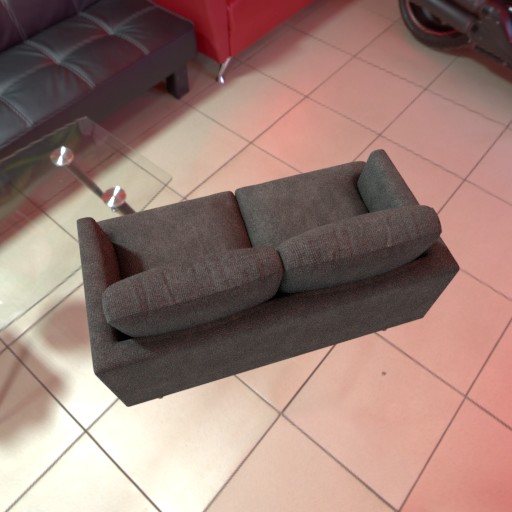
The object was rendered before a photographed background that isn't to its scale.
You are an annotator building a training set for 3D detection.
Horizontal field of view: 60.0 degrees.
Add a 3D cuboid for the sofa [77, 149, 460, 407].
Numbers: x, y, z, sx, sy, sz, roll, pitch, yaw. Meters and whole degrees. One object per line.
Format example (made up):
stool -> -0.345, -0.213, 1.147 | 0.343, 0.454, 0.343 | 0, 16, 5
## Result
sofa -> 0.000, 0.000, 2.166 | 1.582, 0.956, 0.903 | -15, 59, -9
